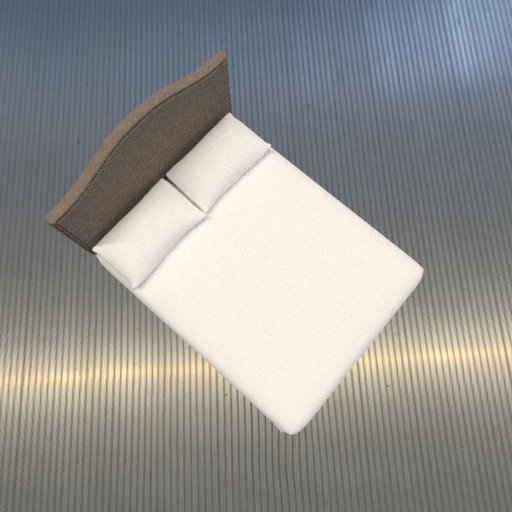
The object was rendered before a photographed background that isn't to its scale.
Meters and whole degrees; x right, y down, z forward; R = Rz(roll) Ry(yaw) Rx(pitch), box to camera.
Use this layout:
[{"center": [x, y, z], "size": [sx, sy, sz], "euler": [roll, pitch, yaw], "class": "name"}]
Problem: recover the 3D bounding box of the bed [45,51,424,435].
[{"center": [0.000, 0.000, 3.283], "size": [2.153, 1.518, 1.713], "euler": [40, 79, 9], "class": "bed"}]
